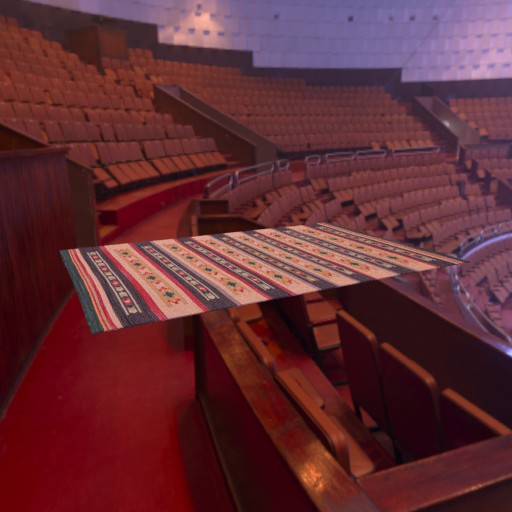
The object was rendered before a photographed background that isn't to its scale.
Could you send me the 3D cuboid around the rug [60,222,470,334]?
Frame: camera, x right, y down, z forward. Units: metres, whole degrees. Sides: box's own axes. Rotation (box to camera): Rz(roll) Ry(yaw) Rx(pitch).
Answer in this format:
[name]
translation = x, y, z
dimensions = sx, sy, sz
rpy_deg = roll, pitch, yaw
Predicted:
[rug]
translation = 0.000, 0.000, 2.970
dimensions = 2.311, 0.010, 1.522
rpy_deg = -8, 17, -27
